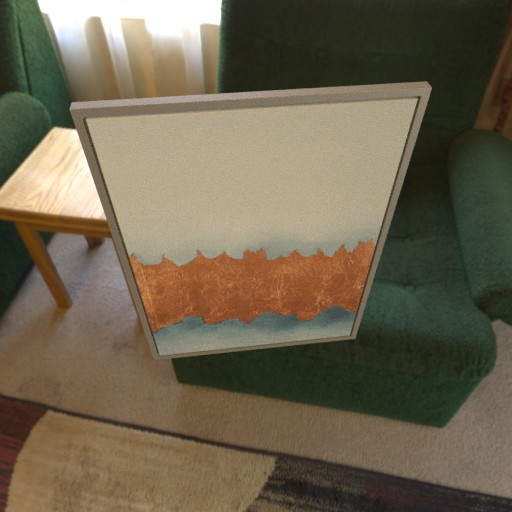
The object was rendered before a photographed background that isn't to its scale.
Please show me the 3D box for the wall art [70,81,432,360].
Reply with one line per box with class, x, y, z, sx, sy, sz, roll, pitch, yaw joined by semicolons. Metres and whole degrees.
wall art;0.000;0.000;1.353;0.789;1.042;0.034;-5;48;-5
